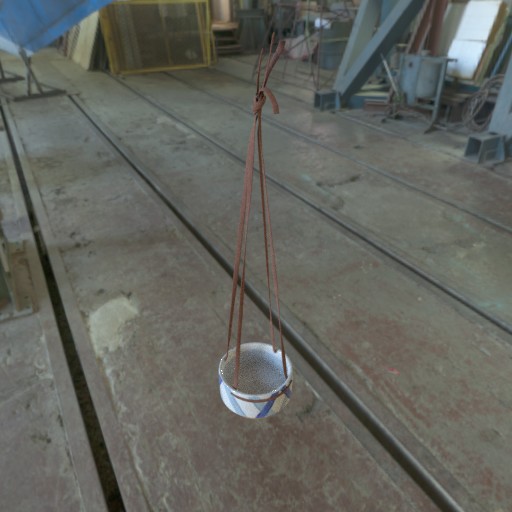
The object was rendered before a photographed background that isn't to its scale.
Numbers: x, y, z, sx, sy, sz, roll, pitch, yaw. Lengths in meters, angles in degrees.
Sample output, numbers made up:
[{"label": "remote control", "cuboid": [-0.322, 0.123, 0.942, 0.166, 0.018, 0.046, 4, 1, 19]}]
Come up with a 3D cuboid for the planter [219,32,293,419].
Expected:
[{"label": "planter", "cuboid": [0.000, 0.000, 0.820, 0.166, 0.751, 0.166, 8, 33, 13]}]
